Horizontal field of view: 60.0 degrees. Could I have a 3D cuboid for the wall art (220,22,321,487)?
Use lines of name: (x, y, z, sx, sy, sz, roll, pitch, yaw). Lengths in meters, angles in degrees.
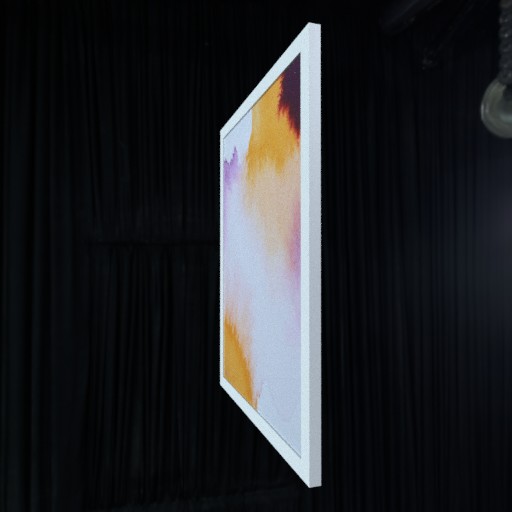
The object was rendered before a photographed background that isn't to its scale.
wall art: (0.000, 0.000, 0.618, 0.013, 0.456, 0.382, 0, -1, -18)
